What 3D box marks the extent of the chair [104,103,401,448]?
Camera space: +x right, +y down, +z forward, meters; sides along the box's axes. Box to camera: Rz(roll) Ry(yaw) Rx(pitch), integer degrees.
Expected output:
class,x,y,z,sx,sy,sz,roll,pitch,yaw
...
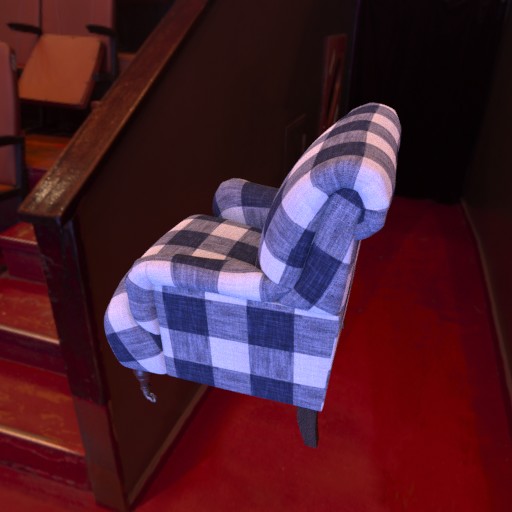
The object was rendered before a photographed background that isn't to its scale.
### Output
class,x,y,z,sx,sy,sz,roll,pitch,yaw
chair,0.000,0.000,1.558,0.848,0.953,0.781,9,30,15
